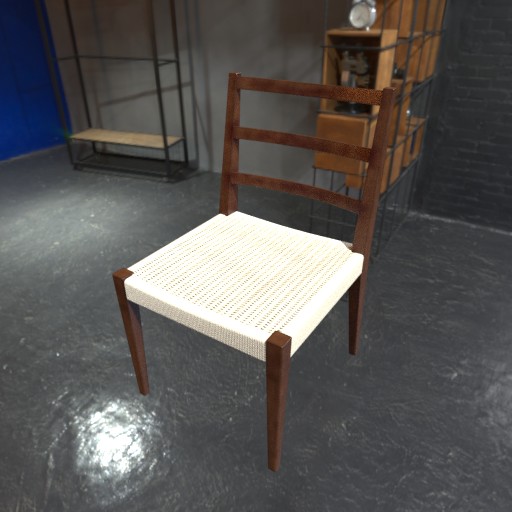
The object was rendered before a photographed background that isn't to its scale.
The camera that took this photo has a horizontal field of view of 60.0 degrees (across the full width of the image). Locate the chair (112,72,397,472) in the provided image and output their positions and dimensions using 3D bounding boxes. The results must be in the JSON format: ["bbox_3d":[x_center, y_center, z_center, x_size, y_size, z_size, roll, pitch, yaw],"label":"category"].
[{"bbox_3d":[0.000,0.000,1.165,0.480,0.813,0.551,18,35,28],"label":"chair"}]
